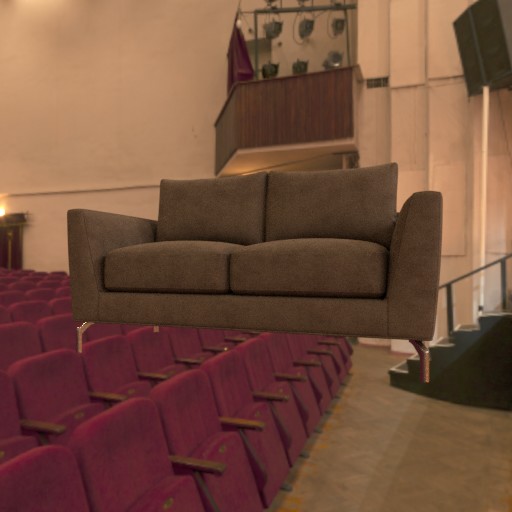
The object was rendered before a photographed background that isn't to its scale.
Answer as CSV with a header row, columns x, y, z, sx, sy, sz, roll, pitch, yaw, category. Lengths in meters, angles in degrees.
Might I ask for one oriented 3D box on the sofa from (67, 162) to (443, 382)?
x,y,z,sx,sy,sz,roll,pitch,yaw,category
0.000,0.000,2.406,1.832,1.013,0.855,0,-1,20,sofa
